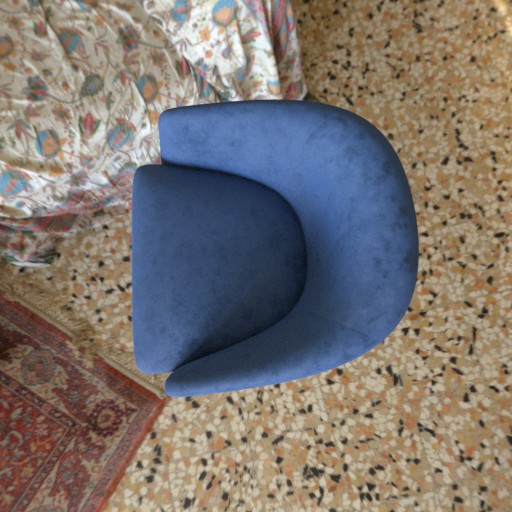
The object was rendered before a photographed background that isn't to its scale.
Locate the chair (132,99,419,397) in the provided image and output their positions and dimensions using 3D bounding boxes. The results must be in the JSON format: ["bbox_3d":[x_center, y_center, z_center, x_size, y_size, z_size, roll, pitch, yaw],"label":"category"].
[{"bbox_3d":[0.000,0.000,1.362,0.767,0.698,0.773,-4,76,-1],"label":"chair"}]
